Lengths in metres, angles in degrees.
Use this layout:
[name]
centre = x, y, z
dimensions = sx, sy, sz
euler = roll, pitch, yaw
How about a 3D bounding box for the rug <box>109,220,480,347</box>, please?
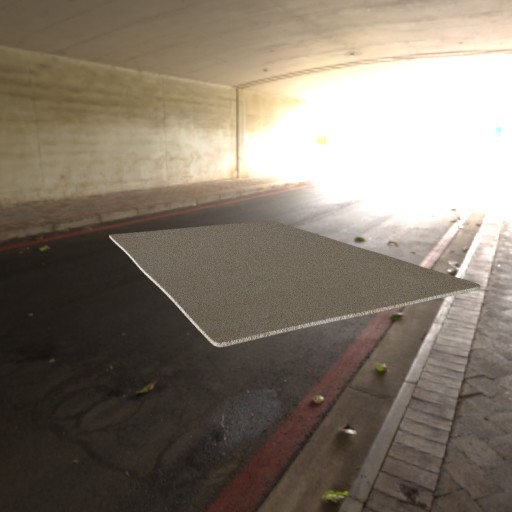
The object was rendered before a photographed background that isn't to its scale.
[rug]
centre = 0.000, 0.000, 3.508
dimensions = 1.798, 0.025, 2.698
euler = -7, 16, -26
